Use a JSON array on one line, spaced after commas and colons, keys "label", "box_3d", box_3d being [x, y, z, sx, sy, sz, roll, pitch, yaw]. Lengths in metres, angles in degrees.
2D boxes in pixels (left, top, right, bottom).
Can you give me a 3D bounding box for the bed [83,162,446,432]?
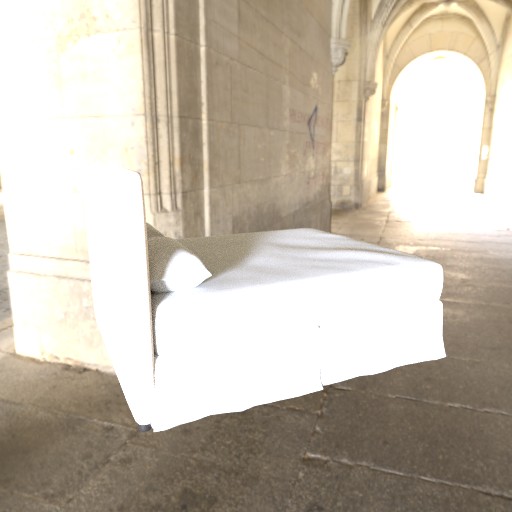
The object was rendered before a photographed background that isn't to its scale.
[{"label": "bed", "box_3d": [0.000, 0.000, 3.226, 2.142, 1.330, 1.748, -6, 15, -25]}]
